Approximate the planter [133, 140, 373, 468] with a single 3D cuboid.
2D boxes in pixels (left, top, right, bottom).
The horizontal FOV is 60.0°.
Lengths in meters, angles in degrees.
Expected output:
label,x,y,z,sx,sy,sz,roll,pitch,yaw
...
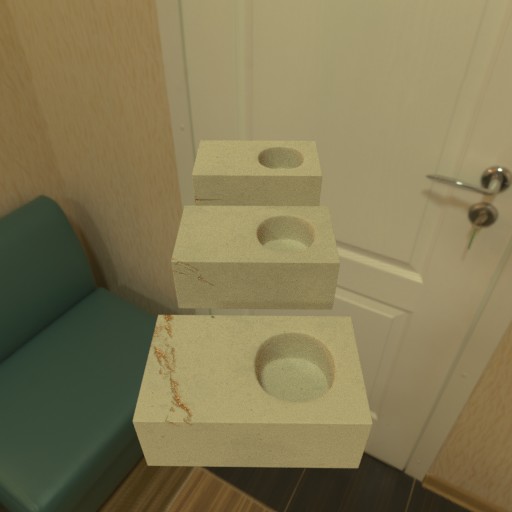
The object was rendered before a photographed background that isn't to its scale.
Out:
label,x,y,z,sx,sy,sz,roll,pitch,yaw
planter,0.000,0.000,0.377,0.127,0.051,0.333,0,40,1
